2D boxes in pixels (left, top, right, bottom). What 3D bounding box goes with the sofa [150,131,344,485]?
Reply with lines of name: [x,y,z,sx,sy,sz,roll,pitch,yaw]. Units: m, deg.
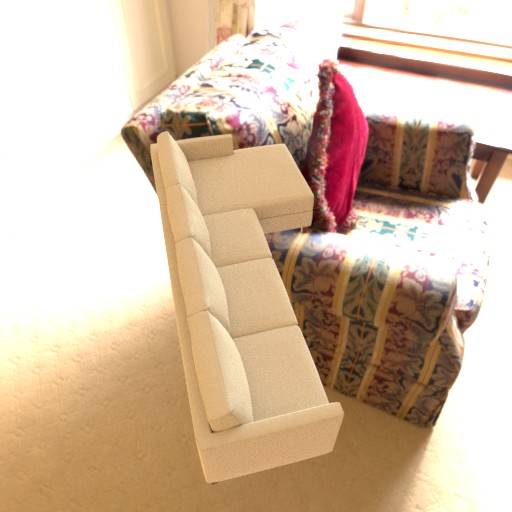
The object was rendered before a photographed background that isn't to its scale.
sofa: [0.000,0.000,4.096,1.599,0.954,3.471,-10,47,-10]
